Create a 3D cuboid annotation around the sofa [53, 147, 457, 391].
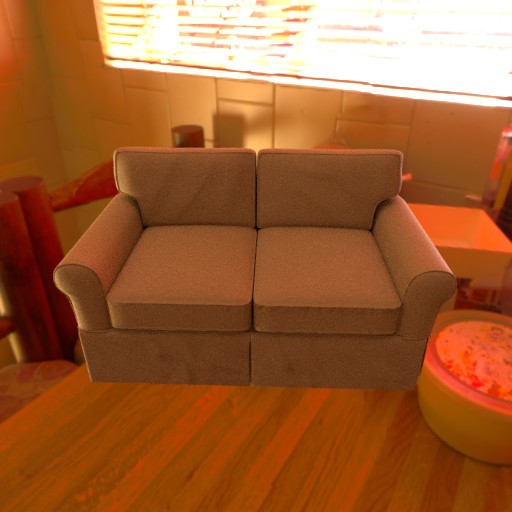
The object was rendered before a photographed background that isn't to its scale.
[{"bbox_3d":[0.000,0.000,2.342,1.727,0.940,0.991,1,30,2],"label":"sofa"}]
